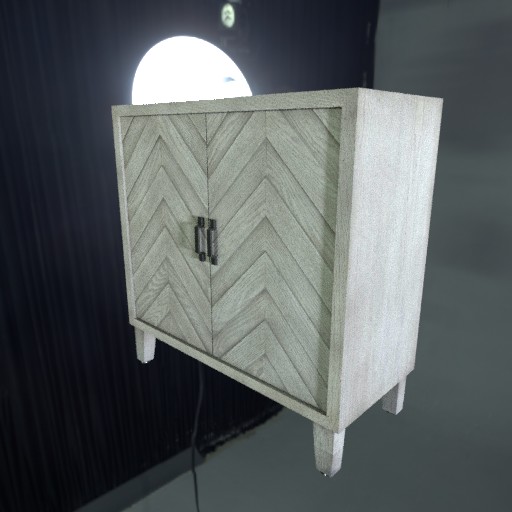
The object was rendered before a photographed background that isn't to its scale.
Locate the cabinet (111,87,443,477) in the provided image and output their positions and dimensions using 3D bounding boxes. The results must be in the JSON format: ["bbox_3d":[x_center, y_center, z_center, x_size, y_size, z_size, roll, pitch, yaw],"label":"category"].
[{"bbox_3d":[0.000,0.000,1.202,0.781,0.787,0.370,14,21,41],"label":"cabinet"}]
